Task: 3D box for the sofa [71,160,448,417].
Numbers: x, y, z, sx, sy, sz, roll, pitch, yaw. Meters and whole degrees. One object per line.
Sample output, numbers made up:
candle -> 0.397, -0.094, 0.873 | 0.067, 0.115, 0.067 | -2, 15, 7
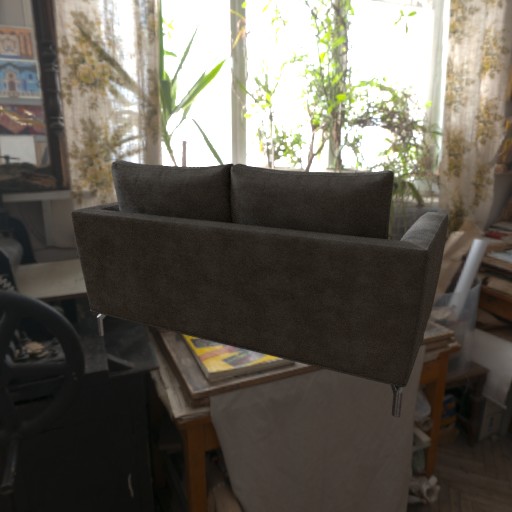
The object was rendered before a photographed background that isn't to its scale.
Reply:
sofa -> 0.000, 0.000, 2.408 | 1.832, 1.013, 0.855 | 8, 18, 26
